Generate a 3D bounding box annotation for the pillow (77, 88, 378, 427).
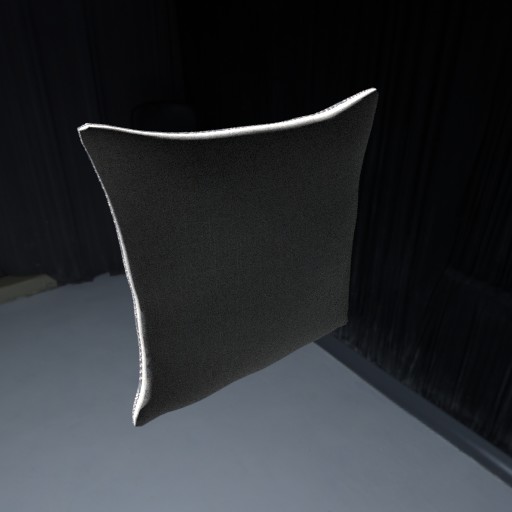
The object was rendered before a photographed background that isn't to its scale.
[{"bbox_3d":[0.000,0.000,0.649,0.435,0.432,0.138,-19,34,-31],"label":"pillow"}]
